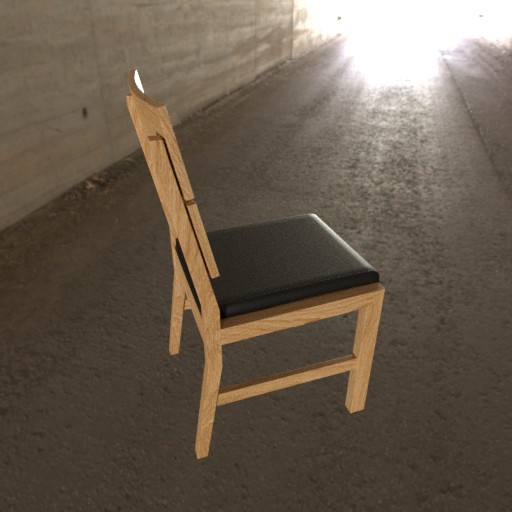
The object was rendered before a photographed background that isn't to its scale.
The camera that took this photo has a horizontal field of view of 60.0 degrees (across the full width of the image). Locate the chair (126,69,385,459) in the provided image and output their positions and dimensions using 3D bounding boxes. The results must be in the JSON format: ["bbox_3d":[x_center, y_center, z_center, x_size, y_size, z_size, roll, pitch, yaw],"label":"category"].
[{"bbox_3d":[0.000,0.000,1.260,0.569,0.950,0.475,-10,32,-16],"label":"chair"}]
